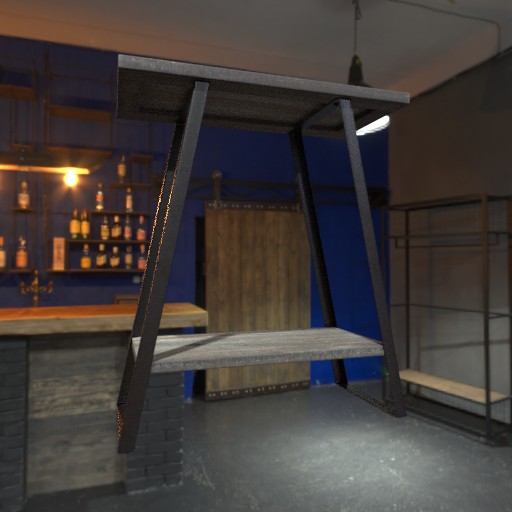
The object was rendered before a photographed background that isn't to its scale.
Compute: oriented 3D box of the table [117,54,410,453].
[{"bbox_3d":[0.000,0.000,1.003,0.599,0.701,0.300,0,0,-18],"label":"table"}]
